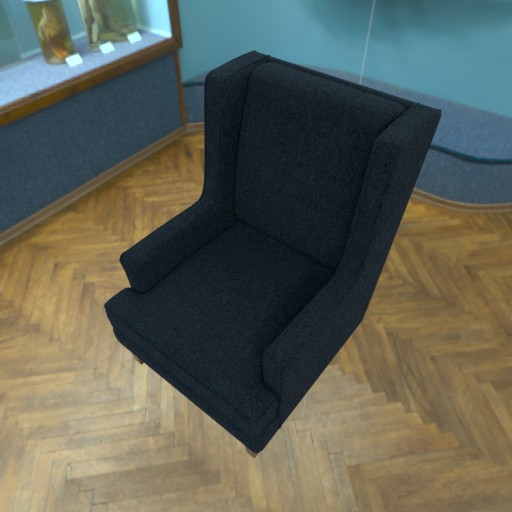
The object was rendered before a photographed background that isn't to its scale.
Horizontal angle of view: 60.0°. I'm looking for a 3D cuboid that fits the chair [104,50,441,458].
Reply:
[{"bbox_3d":[0.000,0.000,1.672,0.764,1.072,0.947,30,53,26],"label":"chair"}]
